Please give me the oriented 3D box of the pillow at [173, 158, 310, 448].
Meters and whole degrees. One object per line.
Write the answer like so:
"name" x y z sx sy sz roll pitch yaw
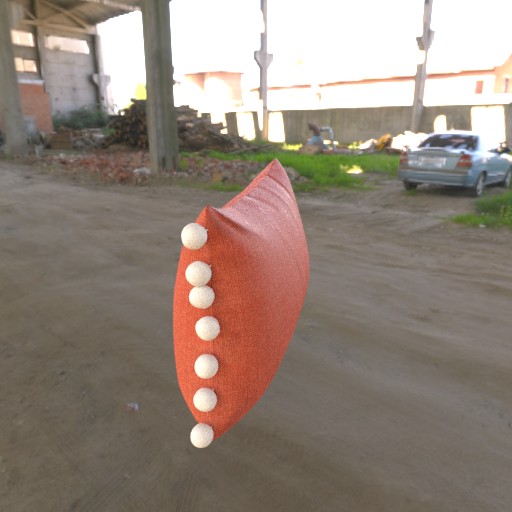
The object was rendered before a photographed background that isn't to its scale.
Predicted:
"pillow" 0.000 0.000 0.835 0.201 0.322 0.709 3 16 9
